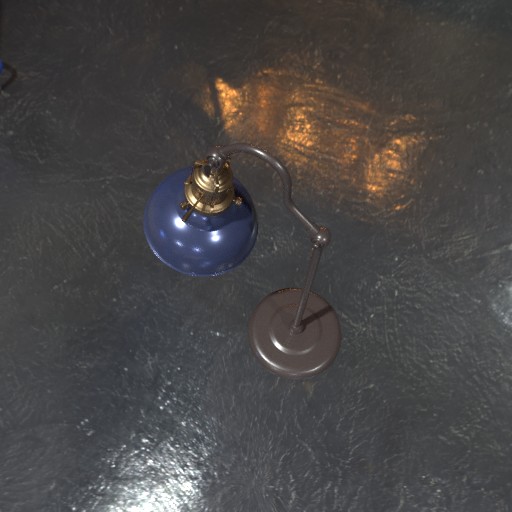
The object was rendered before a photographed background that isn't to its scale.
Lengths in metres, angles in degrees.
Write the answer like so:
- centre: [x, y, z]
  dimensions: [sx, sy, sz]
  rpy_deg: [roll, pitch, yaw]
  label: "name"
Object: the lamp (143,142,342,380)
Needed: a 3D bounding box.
- centre: [0.000, 0.000, 0.702]
  dimensions: [0.374, 0.508, 0.192]
  rpy_deg: [27, 66, 13]
  label: "lamp"
